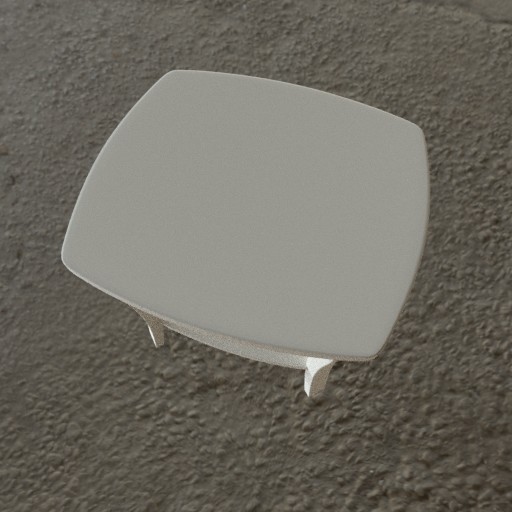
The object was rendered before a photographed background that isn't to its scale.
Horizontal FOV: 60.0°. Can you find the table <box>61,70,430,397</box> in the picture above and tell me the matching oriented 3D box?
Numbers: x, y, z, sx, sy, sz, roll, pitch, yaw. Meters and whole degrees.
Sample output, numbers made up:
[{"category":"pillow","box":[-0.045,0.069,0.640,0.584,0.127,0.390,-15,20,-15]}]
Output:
[{"category":"table","box":[0.000,0.000,0.848,0.502,0.438,0.451,16,64,8]}]
